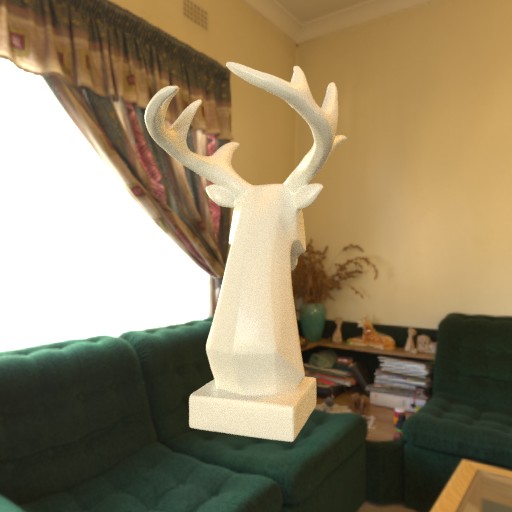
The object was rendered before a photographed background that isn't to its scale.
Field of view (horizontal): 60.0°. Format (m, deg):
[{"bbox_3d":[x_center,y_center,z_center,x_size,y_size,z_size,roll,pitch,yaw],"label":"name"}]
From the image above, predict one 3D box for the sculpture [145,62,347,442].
[{"bbox_3d":[0.000,0.000,0.450,0.174,0.329,0.224,0,-1,19],"label":"sculpture"}]
